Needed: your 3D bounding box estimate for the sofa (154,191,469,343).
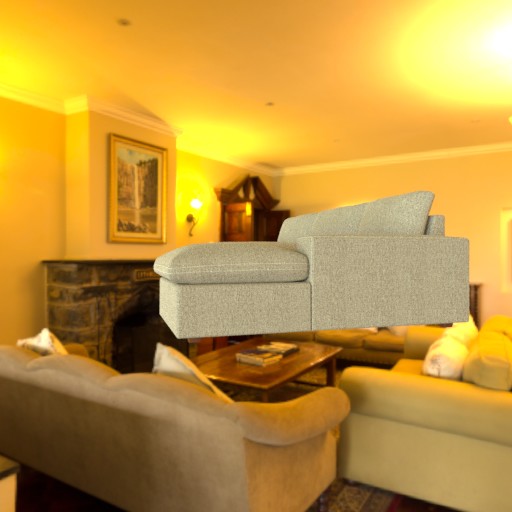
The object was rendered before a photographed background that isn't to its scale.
[{"bbox_3d":[0.000,0.000,3.550,1.689,0.813,2.718,0,0,-18],"label":"sofa"}]
